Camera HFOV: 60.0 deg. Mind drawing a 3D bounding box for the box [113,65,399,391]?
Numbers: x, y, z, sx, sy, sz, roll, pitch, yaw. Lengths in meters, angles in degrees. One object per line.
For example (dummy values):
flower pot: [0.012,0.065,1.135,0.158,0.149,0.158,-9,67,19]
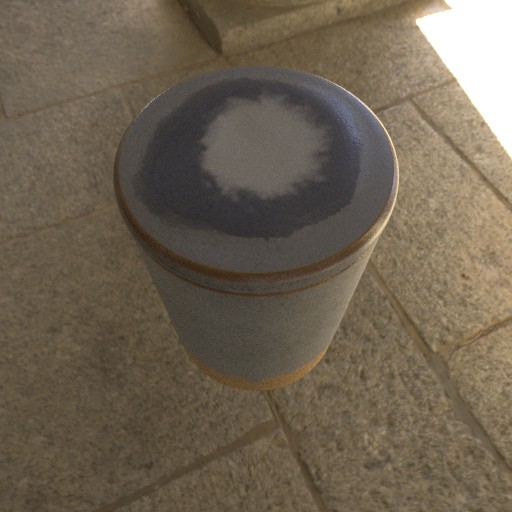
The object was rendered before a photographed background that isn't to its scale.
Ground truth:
box: [0.000,0.000,0.253,0.118,0.168,0.118,0,60,0]
